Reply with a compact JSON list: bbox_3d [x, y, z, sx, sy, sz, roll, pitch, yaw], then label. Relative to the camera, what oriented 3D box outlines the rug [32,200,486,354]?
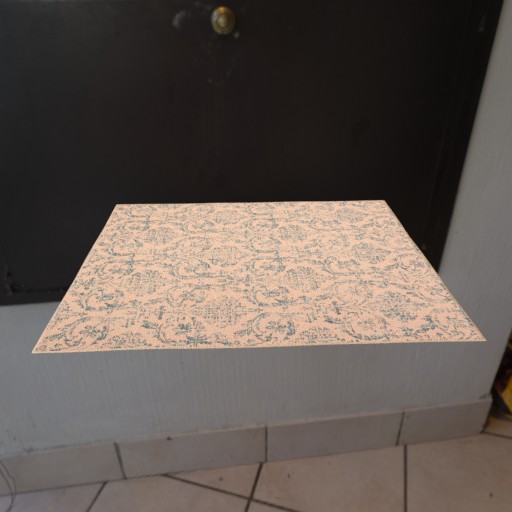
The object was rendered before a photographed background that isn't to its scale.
[{"bbox_3d":[0.000,0.000,3.916,2.980,0.012,2.363,-1,30,-2],"label":"rug"}]
